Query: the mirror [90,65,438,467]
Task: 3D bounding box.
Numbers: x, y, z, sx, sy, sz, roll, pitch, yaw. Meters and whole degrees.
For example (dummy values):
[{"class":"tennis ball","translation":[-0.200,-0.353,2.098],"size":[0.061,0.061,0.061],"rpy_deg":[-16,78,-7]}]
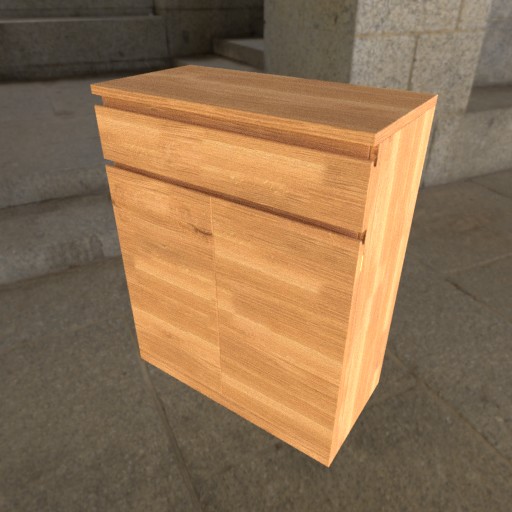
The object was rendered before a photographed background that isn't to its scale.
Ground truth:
[{"class":"mirror","translation":[0.000,0.000,1.392],"size":[0.800,1.000,0.400],"rpy_deg":[20,37,29]}]
